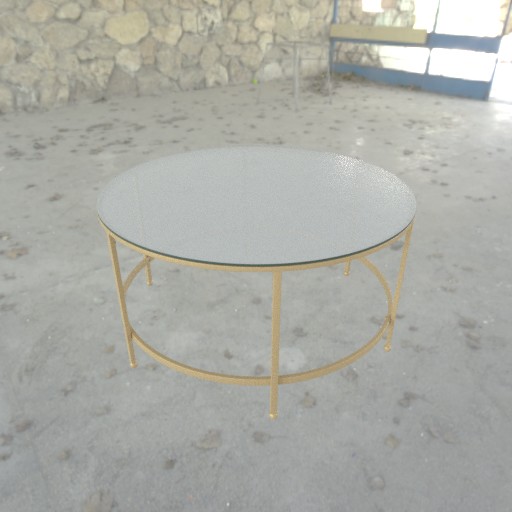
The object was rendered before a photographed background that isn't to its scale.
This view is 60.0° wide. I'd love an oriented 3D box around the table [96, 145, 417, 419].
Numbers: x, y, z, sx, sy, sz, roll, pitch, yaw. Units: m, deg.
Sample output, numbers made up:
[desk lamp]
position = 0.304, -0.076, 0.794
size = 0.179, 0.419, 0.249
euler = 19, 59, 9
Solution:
[table]
position = 0.000, 0.000, 1.433
size = 0.914, 0.470, 0.914
euler = 0, 29, 0
